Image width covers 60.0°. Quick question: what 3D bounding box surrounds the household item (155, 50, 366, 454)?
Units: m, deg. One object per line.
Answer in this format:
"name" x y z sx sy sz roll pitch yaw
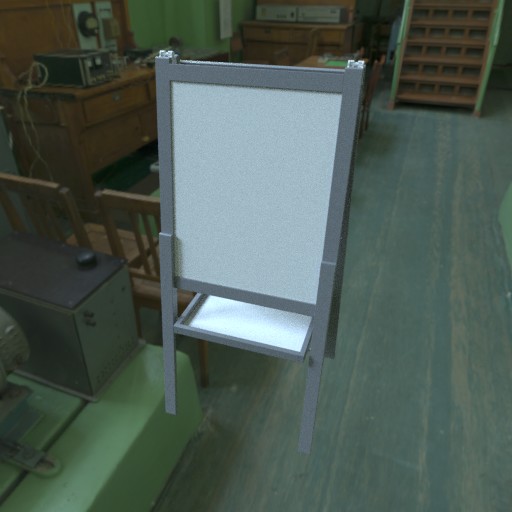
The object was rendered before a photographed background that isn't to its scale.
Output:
"household item" 0.000 0.000 1.407 0.531 1.172 0.469 10 34 15
